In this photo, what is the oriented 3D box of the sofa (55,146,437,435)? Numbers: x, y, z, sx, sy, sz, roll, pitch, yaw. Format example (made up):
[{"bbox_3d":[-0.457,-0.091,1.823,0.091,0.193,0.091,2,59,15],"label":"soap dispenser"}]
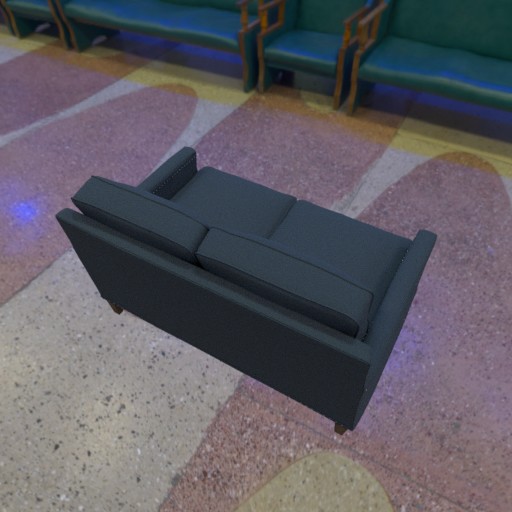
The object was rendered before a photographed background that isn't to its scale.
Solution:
[{"bbox_3d":[0.000,0.000,2.314,1.597,1.003,1.084,23,51,20],"label":"sofa"}]
